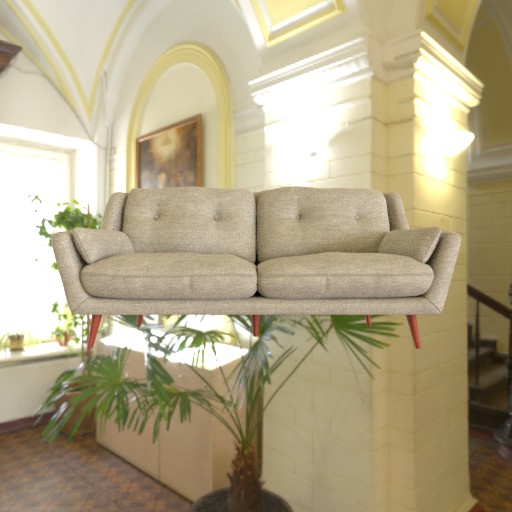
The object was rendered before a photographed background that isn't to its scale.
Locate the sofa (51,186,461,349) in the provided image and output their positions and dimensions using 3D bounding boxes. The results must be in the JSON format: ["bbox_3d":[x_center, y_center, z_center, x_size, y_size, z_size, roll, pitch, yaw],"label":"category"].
[{"bbox_3d":[0.000,0.000,2.484,1.930,0.897,0.976,0,-1,0],"label":"sofa"}]
